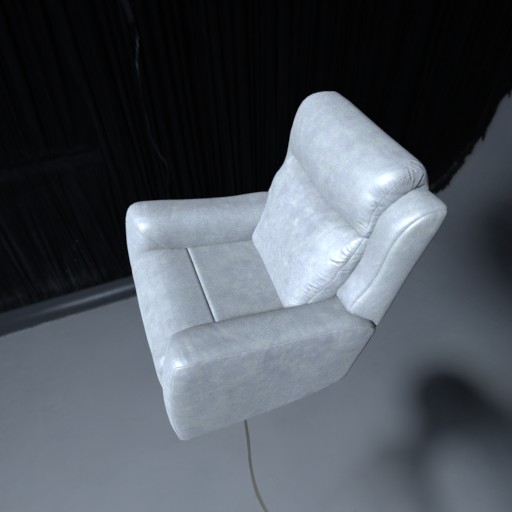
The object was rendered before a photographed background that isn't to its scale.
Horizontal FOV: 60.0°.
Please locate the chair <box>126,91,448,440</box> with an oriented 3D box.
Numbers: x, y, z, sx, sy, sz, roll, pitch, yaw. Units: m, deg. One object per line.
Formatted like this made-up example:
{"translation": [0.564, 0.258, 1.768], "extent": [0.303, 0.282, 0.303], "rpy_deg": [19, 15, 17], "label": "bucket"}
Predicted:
{"translation": [0.000, 0.000, 1.929], "extent": [1.068, 1.116, 0.967], "rpy_deg": [-15, 47, -14], "label": "chair"}
